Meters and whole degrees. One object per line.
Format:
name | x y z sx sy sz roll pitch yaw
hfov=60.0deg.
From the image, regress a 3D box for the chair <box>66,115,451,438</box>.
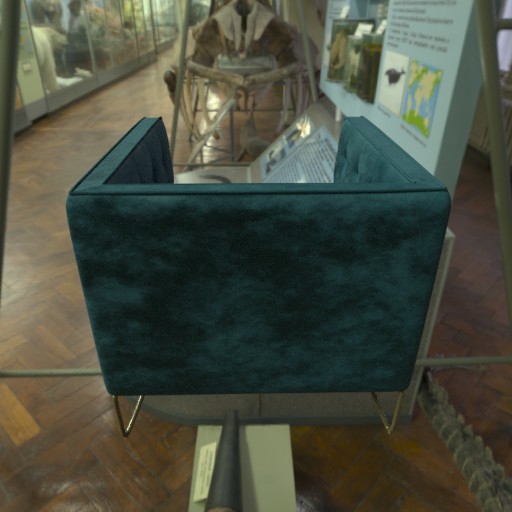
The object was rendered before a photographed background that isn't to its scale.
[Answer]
chair | 0.000 0.000 1.525 0.880 0.790 0.894 -1 29 -1
